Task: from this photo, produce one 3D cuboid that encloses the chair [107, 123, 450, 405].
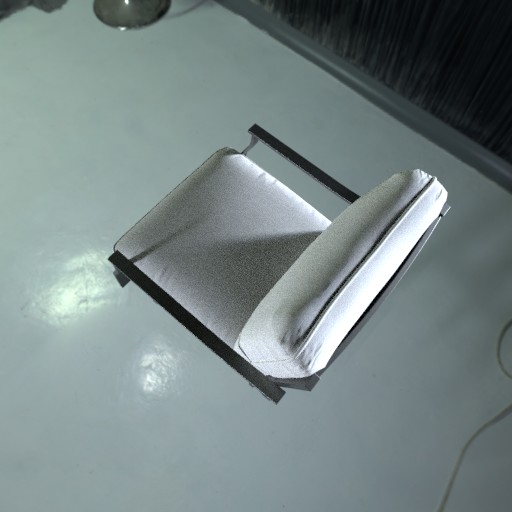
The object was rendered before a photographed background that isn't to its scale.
[{"bbox_3d":[0.000,0.000,1.398,0.787,0.860,0.650,37,69,16],"label":"chair"}]
